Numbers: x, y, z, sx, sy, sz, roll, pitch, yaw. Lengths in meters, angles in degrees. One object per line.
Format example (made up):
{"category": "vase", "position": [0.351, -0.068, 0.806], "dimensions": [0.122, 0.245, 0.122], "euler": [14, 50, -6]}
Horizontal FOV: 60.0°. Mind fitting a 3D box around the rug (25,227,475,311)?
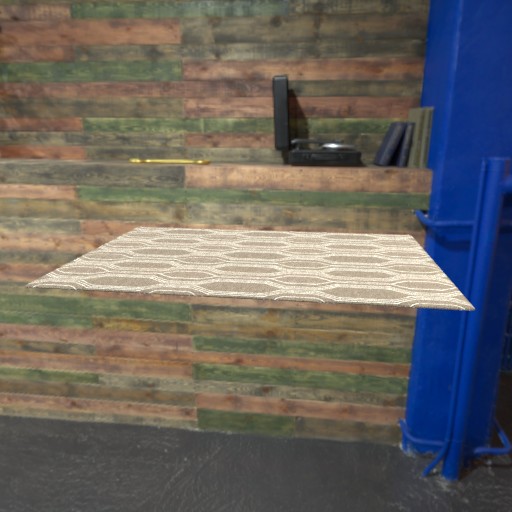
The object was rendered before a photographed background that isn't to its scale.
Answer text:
{"category": "rug", "position": [0.000, 0.000, 2.369], "dimensions": [1.836, 0.012, 1.239], "euler": [2, 16, 8]}
